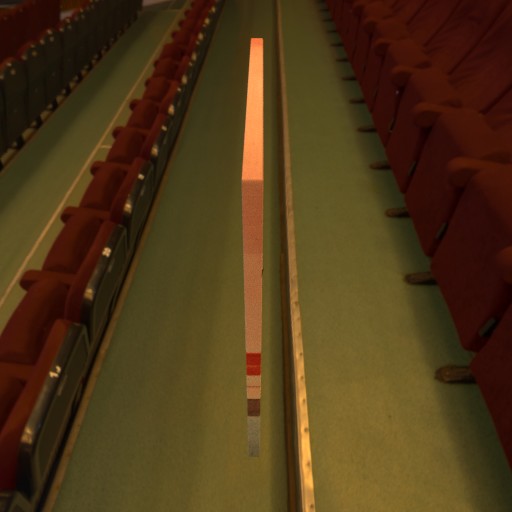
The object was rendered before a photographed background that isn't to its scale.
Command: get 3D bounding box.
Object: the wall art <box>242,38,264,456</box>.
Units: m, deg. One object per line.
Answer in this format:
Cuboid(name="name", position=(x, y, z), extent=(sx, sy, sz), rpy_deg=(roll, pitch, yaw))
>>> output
Cuboid(name="wall art", position=(0.000, 0.000, 1.343), extent=(0.039, 1.016, 0.761), rpy_deg=(0, 42, 0))
